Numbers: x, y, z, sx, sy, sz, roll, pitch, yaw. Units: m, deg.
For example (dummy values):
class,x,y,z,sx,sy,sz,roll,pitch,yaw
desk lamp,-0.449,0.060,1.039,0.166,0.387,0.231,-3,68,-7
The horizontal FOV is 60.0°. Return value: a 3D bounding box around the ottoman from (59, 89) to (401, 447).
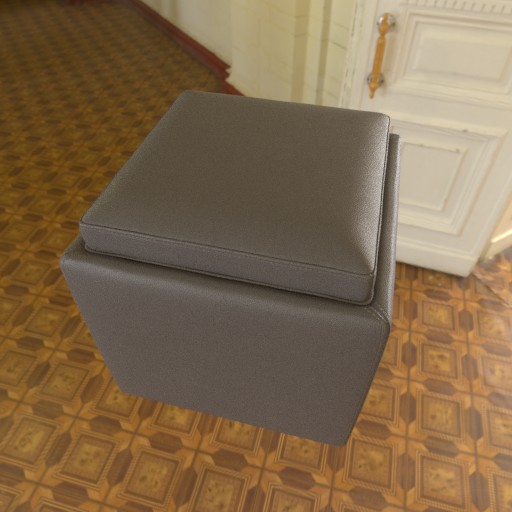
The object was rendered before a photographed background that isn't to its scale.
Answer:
class,x,y,z,sx,sy,sz,roll,pitch,yaw
ottoman,0.000,0.000,0.805,0.450,0.460,0.451,10,47,10
